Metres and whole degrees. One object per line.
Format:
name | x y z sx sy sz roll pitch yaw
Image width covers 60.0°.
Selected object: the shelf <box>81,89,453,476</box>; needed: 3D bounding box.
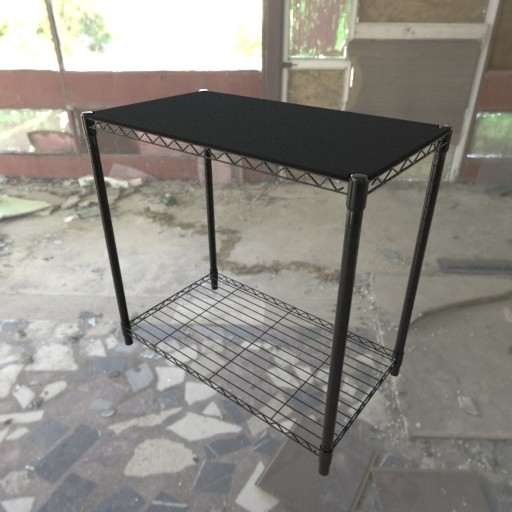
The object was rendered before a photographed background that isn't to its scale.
shelf | 0.000 0.000 0.929 0.589 0.564 0.338 21 36 33
